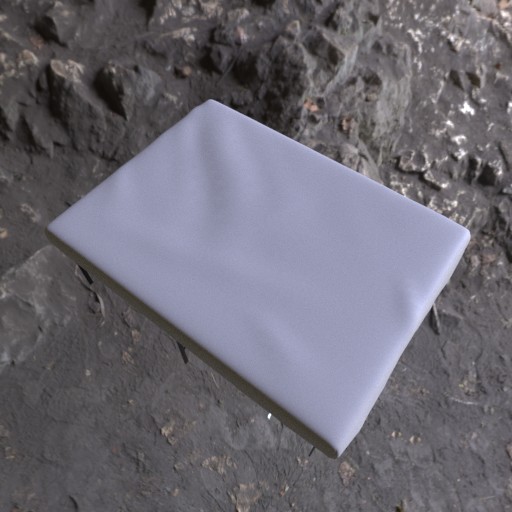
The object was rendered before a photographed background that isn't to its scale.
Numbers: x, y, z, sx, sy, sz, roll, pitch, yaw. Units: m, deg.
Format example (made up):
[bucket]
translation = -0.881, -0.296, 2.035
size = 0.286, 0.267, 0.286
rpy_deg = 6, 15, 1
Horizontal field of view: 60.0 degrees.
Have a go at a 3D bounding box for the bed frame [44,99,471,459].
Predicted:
[bed frame]
translation = 0.000, 0.000, 2.896
size = 2.151, 0.667, 1.584
rpy_deg = 32, 62, 19
